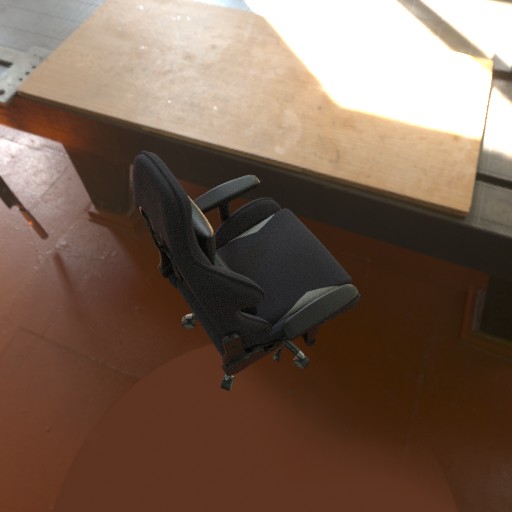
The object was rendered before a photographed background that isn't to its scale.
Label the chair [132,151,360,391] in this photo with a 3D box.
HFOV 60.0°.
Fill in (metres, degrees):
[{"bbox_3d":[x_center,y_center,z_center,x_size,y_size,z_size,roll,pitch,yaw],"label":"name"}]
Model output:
[{"bbox_3d":[0.000,0.000,1.720,0.695,1.300,0.730,-30,62,-17],"label":"chair"}]
